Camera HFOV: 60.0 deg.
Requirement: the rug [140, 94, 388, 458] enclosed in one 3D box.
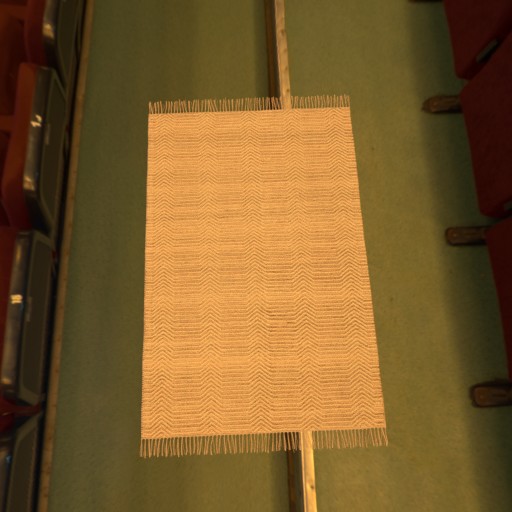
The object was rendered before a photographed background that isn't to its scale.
[{"bbox_3d":[0.000,0.000,2.446,1.224,0.027,2.021,-2,75,-1],"label":"rug"}]
